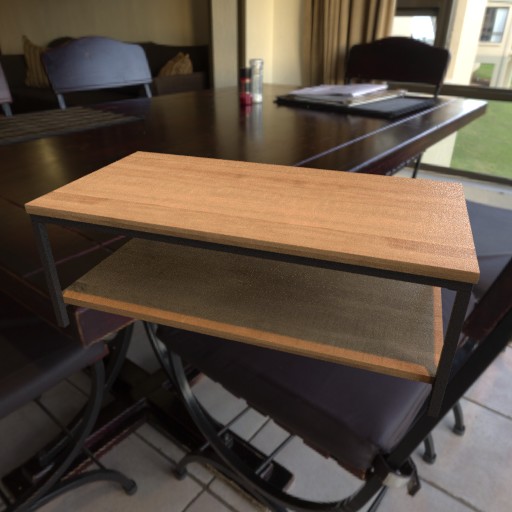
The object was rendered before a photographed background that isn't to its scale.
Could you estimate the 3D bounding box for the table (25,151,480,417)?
[{"bbox_3d":[0.000,0.000,1.333,1.100,0.399,0.551,9,30,16],"label":"table"}]
